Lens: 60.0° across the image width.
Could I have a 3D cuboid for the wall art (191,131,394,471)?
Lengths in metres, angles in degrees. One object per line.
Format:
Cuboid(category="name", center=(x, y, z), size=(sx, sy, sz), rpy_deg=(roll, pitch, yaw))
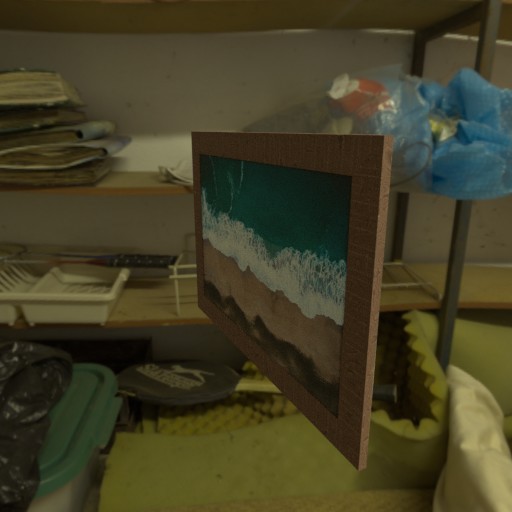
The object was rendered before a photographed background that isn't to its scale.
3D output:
Cuboid(category="wall art", center=(0.000, 0.000, 1.167), size=(0.019, 0.626, 0.917), rpy_deg=(-8, 18, -26))
